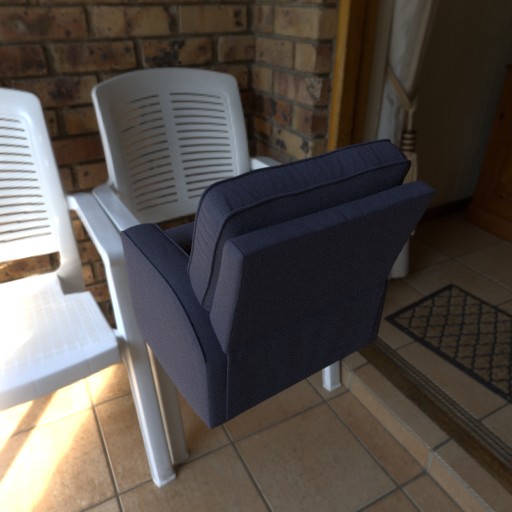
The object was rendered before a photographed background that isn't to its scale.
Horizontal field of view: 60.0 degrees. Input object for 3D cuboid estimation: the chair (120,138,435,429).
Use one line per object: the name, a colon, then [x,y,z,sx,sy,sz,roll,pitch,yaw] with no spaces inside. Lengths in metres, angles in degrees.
chair: [0.000,0.000,1.751,0.861,0.962,0.964,-19,35,-29]
